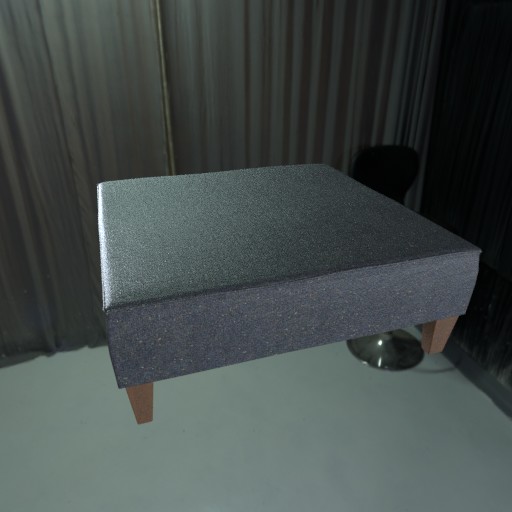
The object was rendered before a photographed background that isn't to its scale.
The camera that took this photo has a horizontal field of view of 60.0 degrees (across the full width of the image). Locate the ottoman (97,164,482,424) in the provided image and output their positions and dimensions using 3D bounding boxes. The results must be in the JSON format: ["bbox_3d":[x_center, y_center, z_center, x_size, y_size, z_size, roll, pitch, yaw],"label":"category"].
[{"bbox_3d":[0.000,0.000,1.550,1.004,0.382,0.968,-8,28,-16],"label":"ottoman"}]
